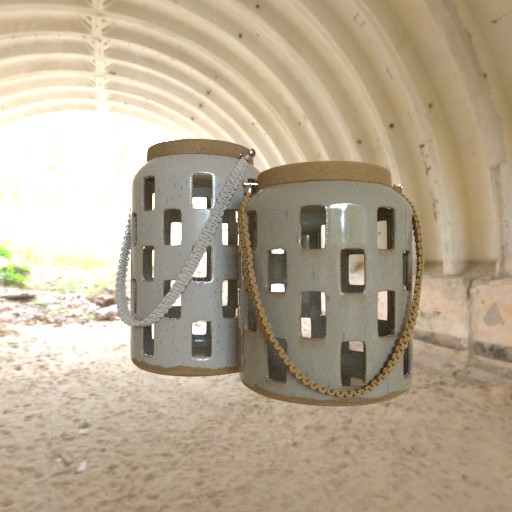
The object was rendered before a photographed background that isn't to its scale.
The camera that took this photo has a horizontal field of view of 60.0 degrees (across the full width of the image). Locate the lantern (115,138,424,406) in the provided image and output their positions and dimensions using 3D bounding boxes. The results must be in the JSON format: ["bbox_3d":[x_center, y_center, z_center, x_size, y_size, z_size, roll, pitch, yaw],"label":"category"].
[{"bbox_3d":[0.000,0.000,0.481,0.347,0.255,0.184,-1,-2,37],"label":"lantern"}]
